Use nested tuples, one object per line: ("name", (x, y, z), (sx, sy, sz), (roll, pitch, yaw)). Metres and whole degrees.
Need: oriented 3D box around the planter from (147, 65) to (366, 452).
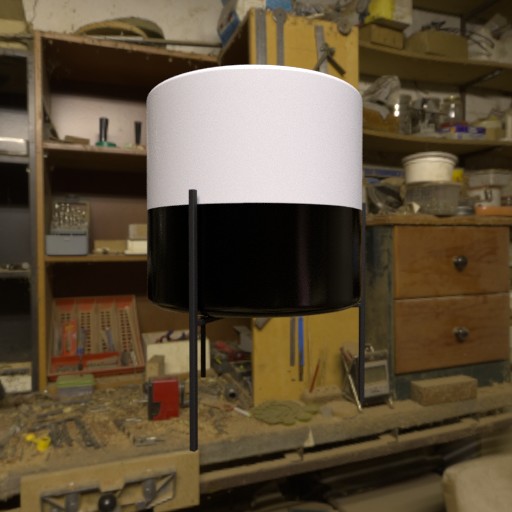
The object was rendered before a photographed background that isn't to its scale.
("planter", (0.000, 0.000, 0.644), (0.310, 0.432, 0.310), (-1, 2, -20))
